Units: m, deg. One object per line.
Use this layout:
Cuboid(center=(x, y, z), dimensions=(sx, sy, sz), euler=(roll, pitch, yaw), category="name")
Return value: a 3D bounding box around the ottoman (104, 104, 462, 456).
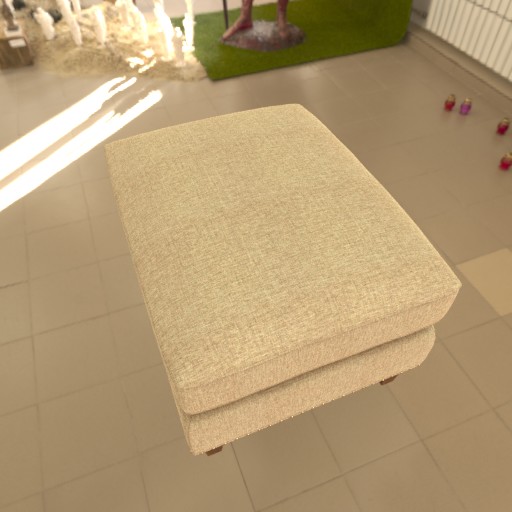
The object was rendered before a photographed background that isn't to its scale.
Cuboid(center=(0.000, 0.000, 1.127), dimensions=(0.584, 0.513, 0.741), euler=(-17, 50, -14), category="ottoman")
